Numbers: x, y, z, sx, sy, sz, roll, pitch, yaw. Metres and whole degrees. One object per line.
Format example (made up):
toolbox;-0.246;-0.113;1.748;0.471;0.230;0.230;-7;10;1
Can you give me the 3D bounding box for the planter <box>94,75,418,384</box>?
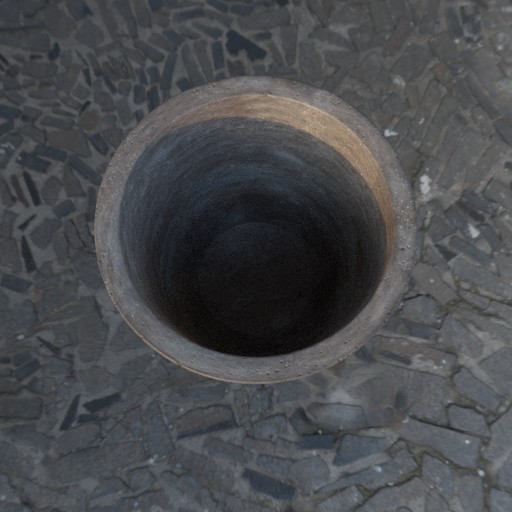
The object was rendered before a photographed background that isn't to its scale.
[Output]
planter;0.000;0.000;0.226;0.122;0.128;0.122;0;76;0
